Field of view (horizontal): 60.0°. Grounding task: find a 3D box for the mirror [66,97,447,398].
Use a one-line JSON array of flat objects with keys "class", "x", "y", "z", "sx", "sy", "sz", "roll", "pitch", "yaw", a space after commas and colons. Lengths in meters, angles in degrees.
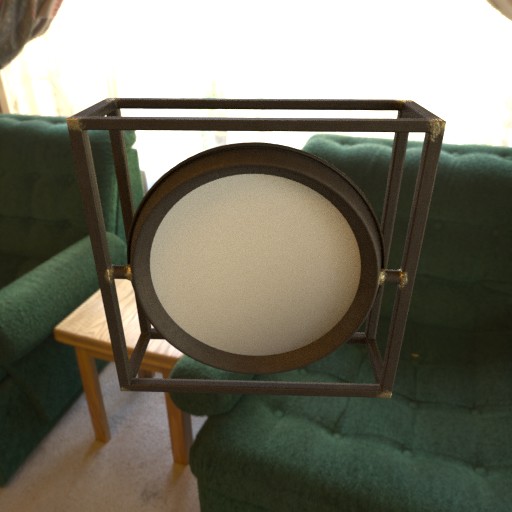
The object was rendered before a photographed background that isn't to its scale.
[{"class": "mirror", "x": 0.000, "y": 0.000, "z": 0.472, "sx": 0.306, "sy": 0.303, "sz": 0.107, "roll": 1, "pitch": 29, "yaw": 2}]
